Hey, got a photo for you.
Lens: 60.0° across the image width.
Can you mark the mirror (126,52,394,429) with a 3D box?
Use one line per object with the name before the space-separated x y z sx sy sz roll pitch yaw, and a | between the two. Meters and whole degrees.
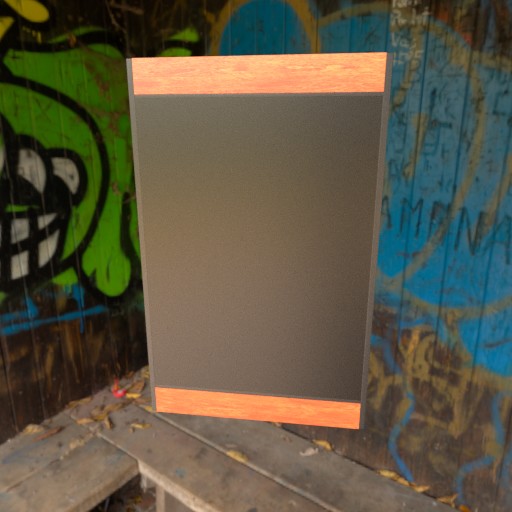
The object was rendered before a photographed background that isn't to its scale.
mirror | 0.000 0.000 0.996 0.525 0.823 0.047 2 16 8
